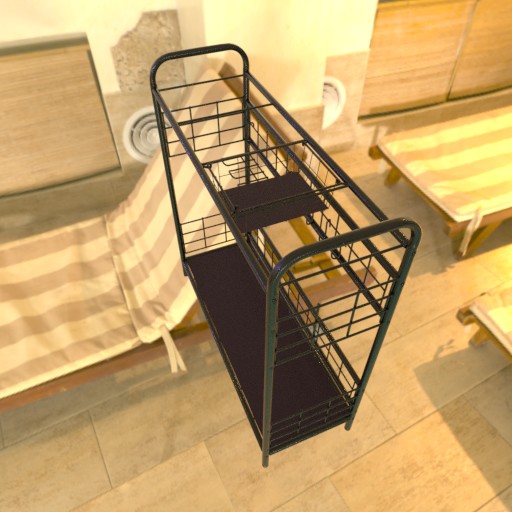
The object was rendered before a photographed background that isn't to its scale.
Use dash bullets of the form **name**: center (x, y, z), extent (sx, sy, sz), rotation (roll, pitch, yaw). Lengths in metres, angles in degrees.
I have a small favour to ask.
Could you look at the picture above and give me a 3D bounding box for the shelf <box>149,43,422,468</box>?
- **shelf**: center (0.000, 0.000, 1.489), extent (0.350, 1.026, 0.961), rotation (-17, 49, -16)
